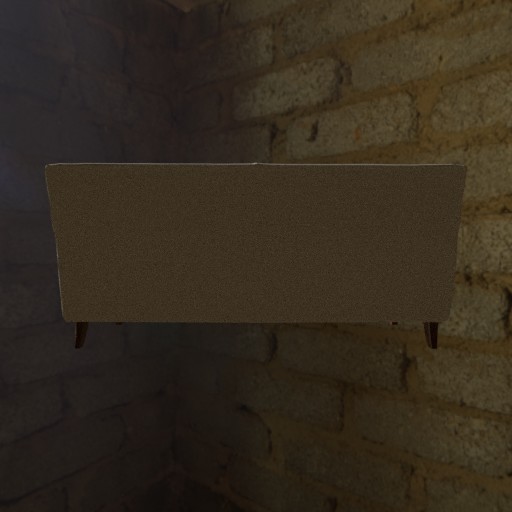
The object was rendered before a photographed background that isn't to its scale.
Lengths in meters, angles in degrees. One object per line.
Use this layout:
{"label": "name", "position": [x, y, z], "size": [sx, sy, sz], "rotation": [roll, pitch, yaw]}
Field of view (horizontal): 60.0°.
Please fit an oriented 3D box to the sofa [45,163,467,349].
{"label": "sofa", "position": [0.000, 0.000, 2.512], "size": [2.001, 0.907, 0.841], "rotation": [0, 2, 0]}
